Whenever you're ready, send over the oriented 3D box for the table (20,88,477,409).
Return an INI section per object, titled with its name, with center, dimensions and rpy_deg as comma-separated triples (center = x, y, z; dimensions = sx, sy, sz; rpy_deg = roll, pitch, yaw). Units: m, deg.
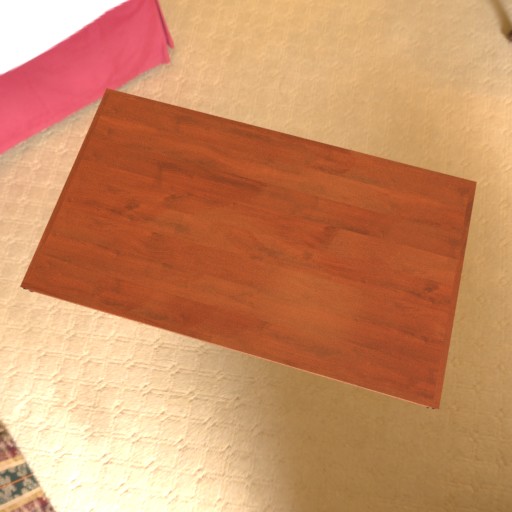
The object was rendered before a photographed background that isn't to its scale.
[table]
center = 0.000, 0.000, 1.378
dimensions = 1.067, 0.457, 0.610
rpy_deg = 15, 75, 4
